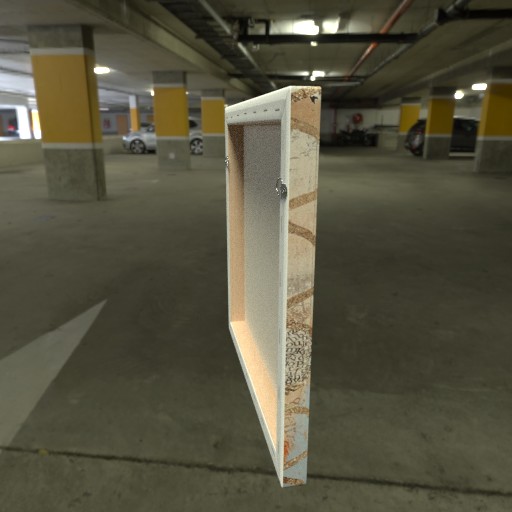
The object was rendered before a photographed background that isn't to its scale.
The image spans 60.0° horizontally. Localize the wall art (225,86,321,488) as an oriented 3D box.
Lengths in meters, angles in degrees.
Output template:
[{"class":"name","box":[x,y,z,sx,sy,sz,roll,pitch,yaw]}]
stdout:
[{"class":"wall art","box":[0.000,0.000,0.765,0.038,0.508,0.507,-3,16,-11]}]
